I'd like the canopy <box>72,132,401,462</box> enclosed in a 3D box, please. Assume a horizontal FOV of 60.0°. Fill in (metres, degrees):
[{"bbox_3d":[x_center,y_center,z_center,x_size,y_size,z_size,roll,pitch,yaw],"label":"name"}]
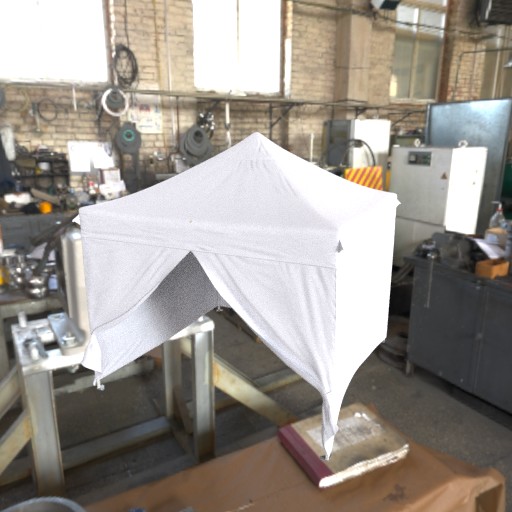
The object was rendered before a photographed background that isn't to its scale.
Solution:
[{"bbox_3d":[0.000,0.000,5.556,3.043,2.997,3.121,7,16,25],"label":"canopy"}]
